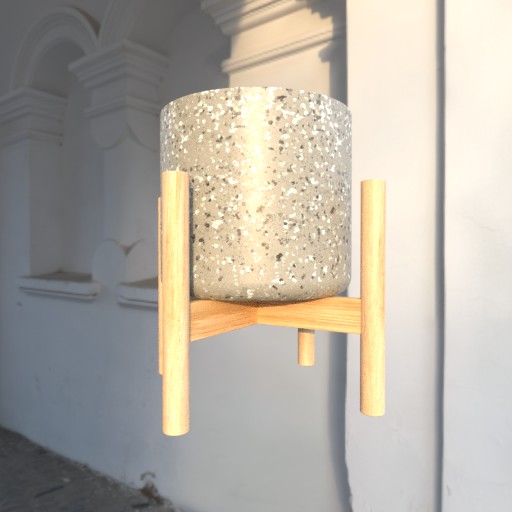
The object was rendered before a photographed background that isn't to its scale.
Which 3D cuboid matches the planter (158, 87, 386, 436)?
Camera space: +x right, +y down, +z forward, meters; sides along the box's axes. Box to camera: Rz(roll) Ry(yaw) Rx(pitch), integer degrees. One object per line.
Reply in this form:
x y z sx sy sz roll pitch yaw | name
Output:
0.000 0.000 0.528 0.284 0.320 0.284 -1 1 -36 | planter
